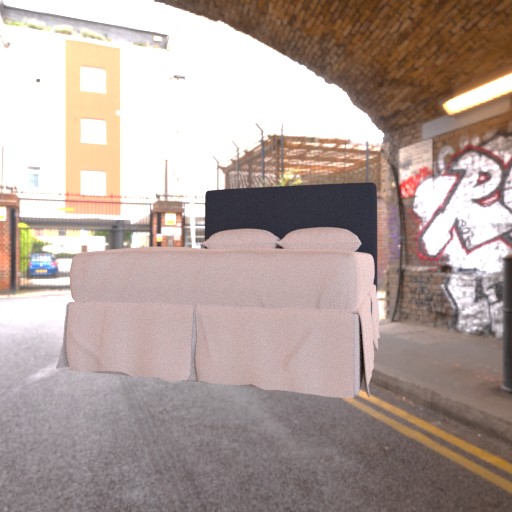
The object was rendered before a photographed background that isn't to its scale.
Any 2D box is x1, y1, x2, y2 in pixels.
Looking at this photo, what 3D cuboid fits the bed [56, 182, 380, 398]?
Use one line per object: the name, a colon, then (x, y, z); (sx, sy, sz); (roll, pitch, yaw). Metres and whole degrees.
bed: (0.000, 0.000, 3.225); (1.713, 1.330, 2.162); (0, 0, 17)
